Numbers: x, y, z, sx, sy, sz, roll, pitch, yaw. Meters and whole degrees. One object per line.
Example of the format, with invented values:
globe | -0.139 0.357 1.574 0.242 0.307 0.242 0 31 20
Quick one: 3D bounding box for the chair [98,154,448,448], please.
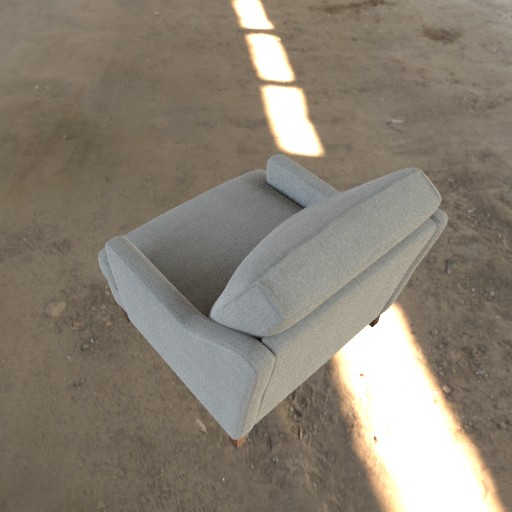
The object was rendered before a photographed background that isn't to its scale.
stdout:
chair | 0.000 0.000 1.556 0.826 0.821 0.892 -33 54 -28
